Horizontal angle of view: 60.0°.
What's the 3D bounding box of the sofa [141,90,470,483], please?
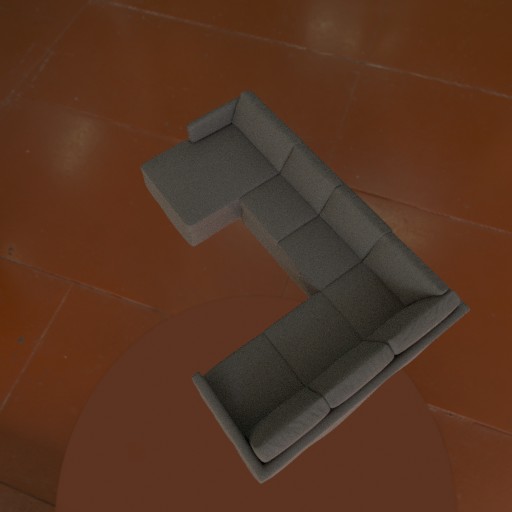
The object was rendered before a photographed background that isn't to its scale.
[{"bbox_3d":[0.000,0.000,4.619,2.476,0.878,3.528,-33,68,-16],"label":"sofa"}]
